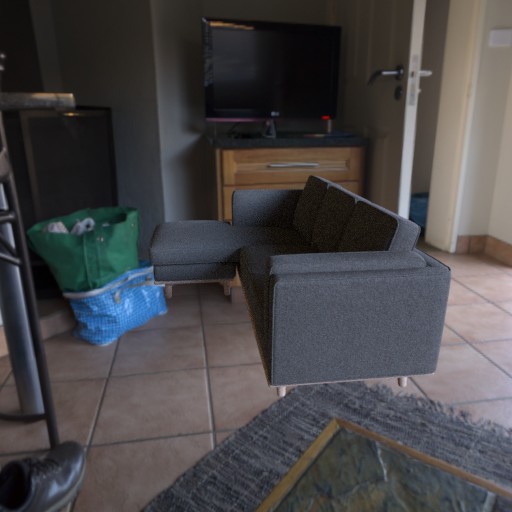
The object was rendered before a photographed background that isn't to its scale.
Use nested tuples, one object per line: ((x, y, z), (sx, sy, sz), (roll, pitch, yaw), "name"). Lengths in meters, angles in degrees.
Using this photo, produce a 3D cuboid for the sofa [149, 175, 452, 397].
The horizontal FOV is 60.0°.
((0.000, 0.000, 3.180), (1.604, 0.929, 2.411), (-2, 18, -7), "sofa")
